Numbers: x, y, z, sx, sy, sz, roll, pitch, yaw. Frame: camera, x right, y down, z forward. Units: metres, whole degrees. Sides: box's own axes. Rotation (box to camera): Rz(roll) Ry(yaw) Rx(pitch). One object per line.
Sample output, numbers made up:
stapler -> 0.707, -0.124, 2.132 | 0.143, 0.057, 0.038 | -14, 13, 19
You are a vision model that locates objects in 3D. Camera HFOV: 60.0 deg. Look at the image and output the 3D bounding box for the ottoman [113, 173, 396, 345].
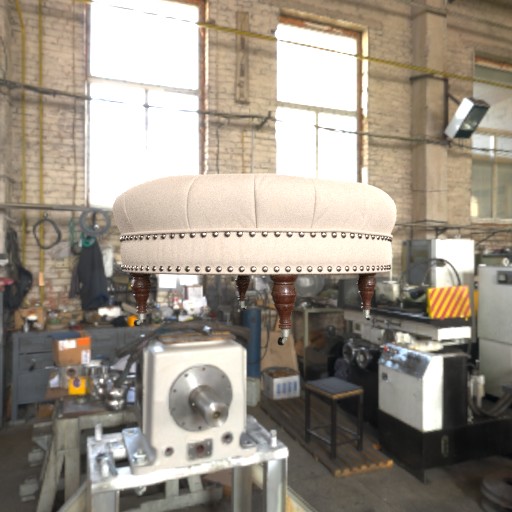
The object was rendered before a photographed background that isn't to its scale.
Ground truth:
ottoman -> 0.000, 0.000, 1.455 | 0.901, 0.439, 0.901 | 0, 0, 0
